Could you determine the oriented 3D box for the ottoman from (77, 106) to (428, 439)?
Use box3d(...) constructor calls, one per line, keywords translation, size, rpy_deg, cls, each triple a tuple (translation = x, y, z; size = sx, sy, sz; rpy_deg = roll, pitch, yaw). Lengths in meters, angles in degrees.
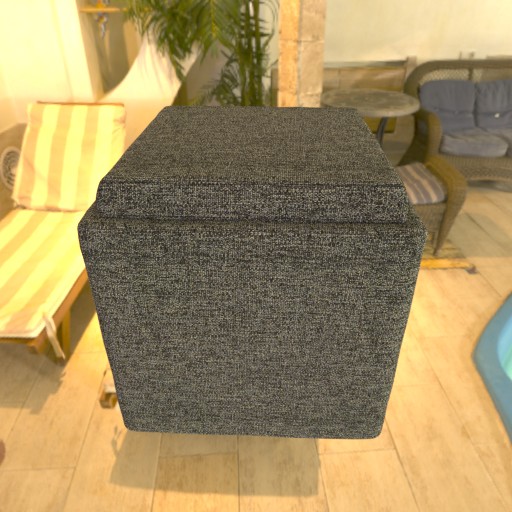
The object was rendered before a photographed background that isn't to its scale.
box3d(translation=(0.000, 0.000, 0.819), size=(0.450, 0.463, 0.450), rpy_deg=(1, 32, 2), cls="ottoman")
